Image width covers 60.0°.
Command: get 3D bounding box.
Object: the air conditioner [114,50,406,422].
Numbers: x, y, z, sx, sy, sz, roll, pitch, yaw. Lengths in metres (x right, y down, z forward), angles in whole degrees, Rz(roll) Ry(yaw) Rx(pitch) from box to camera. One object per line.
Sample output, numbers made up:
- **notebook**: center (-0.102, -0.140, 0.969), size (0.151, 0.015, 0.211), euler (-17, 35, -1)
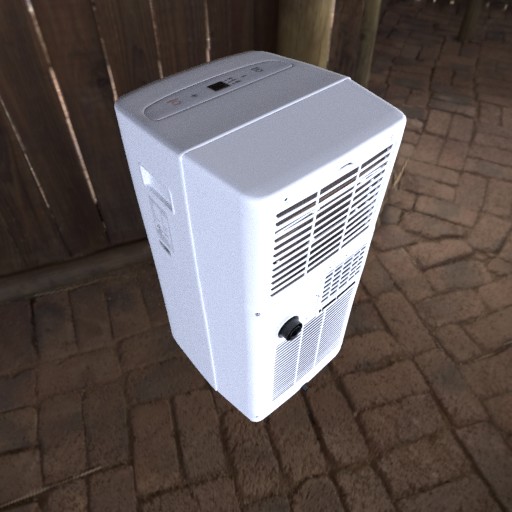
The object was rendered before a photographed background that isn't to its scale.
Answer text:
- **air conditioner**: center (0.000, 0.000, 0.815), size (0.304, 0.606, 0.349), euler (-33, 55, -27)
